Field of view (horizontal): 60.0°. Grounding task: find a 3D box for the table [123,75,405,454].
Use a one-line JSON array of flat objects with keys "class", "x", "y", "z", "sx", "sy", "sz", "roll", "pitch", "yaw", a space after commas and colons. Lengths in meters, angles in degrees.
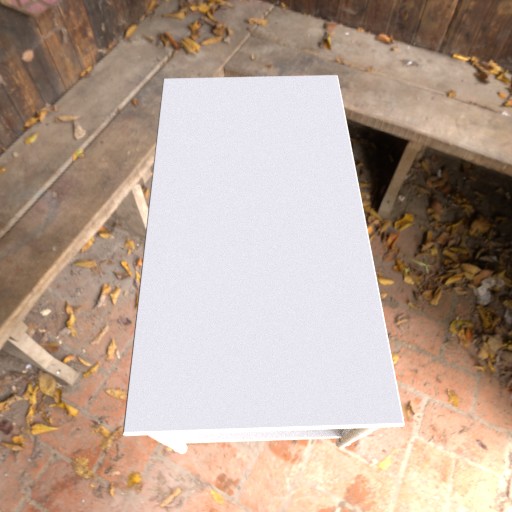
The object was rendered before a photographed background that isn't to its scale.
[{"class": "table", "x": 0.000, "y": 0.000, "z": 1.342, "sx": 0.559, "sy": 0.457, "sz": 1.067, "roll": -2, "pitch": 59, "yaw": -1}]
